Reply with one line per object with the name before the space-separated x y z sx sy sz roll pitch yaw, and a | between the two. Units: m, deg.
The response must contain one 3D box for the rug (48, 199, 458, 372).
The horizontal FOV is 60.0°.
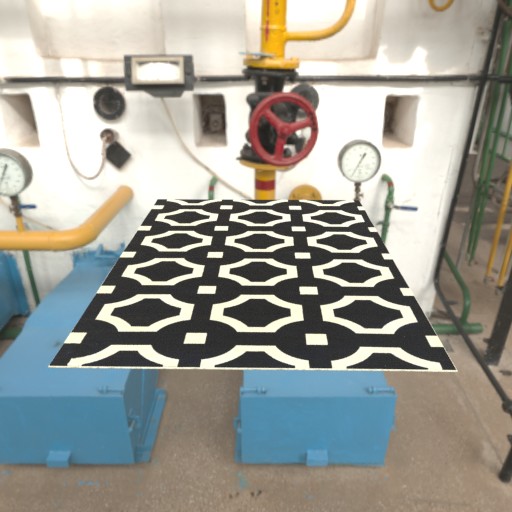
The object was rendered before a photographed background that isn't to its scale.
rug | 0.000 0.000 4.024 2.466 0.021 3.049 0 26 1
